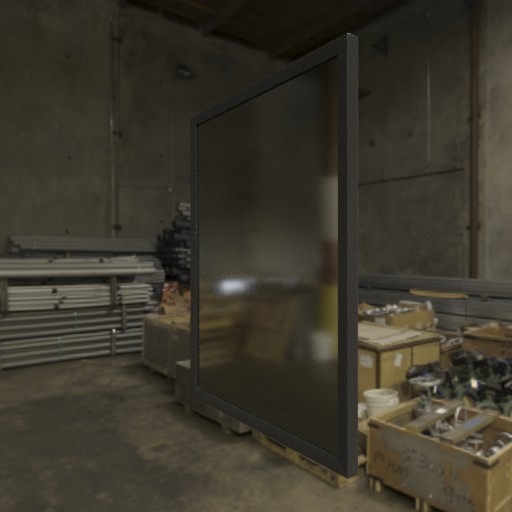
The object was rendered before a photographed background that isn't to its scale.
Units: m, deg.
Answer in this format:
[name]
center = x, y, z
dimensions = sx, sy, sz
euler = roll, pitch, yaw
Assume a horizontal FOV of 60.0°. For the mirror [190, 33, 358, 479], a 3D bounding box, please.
[mirror]
center = 0.000, 0.000, 1.328
dimensions = 0.040, 1.016, 0.762
euler = 0, 0, -36
